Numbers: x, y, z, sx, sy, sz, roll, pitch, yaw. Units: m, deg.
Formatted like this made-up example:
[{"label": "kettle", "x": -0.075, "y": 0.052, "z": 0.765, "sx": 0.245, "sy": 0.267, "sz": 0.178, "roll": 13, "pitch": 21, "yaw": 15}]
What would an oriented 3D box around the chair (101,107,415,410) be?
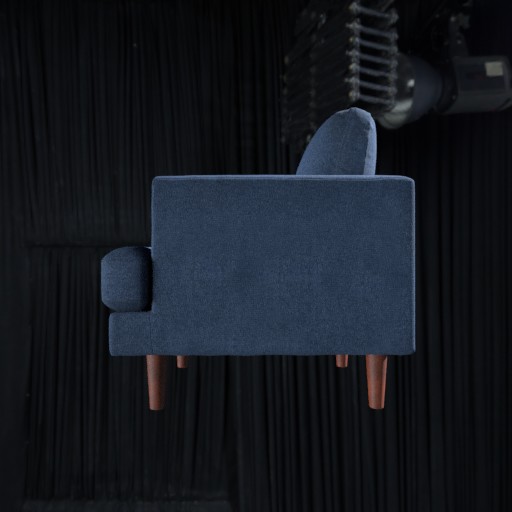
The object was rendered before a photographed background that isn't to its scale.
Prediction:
[{"label": "chair", "x": 0.000, "y": 0.000, "z": 1.656, "sx": 0.899, "sy": 0.957, "sz": 0.858, "roll": 0, "pitch": 0, "yaw": -1}]
